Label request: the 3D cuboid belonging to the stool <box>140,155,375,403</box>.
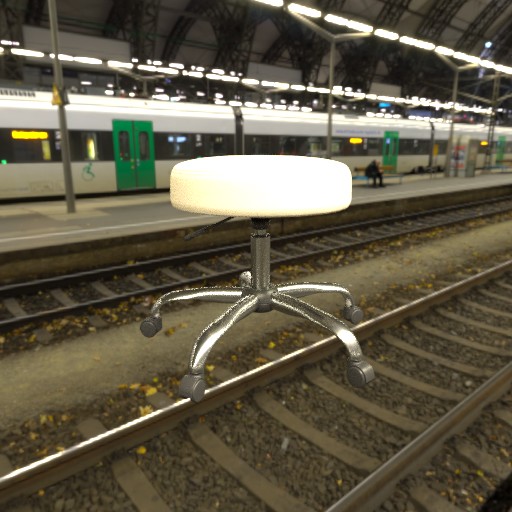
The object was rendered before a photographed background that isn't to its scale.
[{"bbox_3d":[0.000,0.000,1.092,0.634,0.482,0.614,7,15,27],"label":"stool"}]
